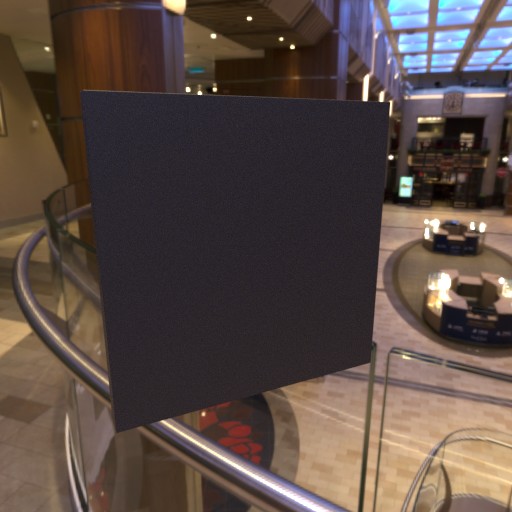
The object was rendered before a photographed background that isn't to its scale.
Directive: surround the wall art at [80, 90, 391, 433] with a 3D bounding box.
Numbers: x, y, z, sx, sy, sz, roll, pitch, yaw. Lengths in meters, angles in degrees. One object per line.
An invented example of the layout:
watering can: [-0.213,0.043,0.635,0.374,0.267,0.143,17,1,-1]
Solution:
wall art: [0.000,0.000,0.752,0.507,0.507,0.038,-7,17,-25]
